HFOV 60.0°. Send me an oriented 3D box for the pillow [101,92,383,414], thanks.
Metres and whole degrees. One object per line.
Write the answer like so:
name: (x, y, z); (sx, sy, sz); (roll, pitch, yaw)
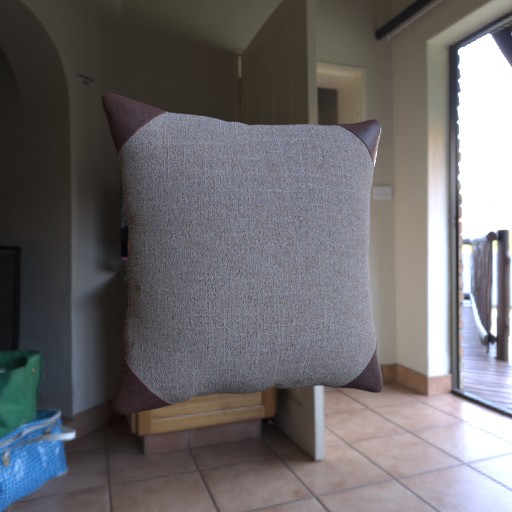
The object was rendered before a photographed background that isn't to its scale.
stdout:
pillow: (0.000, 0.000, 0.663); (0.437, 0.448, 0.147); (0, 0, -18)
